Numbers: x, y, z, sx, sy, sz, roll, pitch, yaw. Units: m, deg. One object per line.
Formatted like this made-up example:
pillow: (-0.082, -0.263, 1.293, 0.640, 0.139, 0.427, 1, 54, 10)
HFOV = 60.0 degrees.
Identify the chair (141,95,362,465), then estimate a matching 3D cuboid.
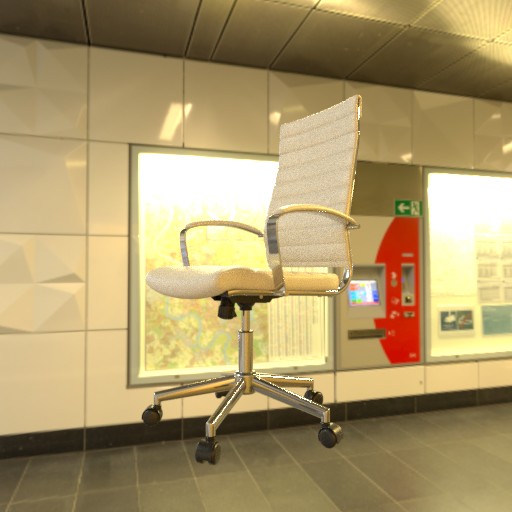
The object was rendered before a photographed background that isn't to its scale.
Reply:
chair: (0.000, 0.000, 1.555, 0.679, 1.149, 0.679, 1, -2, -36)
